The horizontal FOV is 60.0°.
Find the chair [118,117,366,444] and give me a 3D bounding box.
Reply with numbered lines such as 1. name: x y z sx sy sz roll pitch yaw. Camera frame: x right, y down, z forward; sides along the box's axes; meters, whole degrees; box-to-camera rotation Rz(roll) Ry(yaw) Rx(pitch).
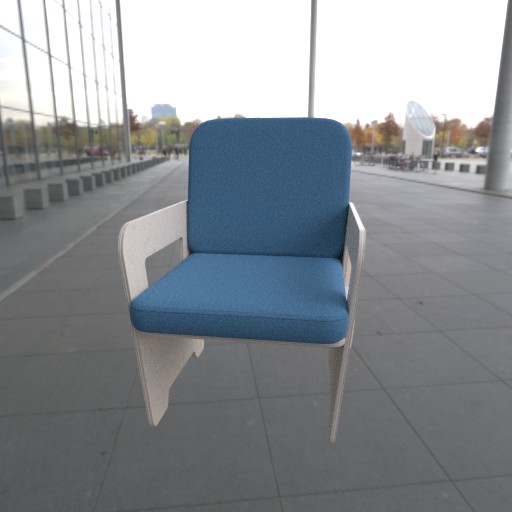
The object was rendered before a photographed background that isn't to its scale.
1. chair: 0.000 0.000 1.192 0.547 0.747 0.657 2 14 9
